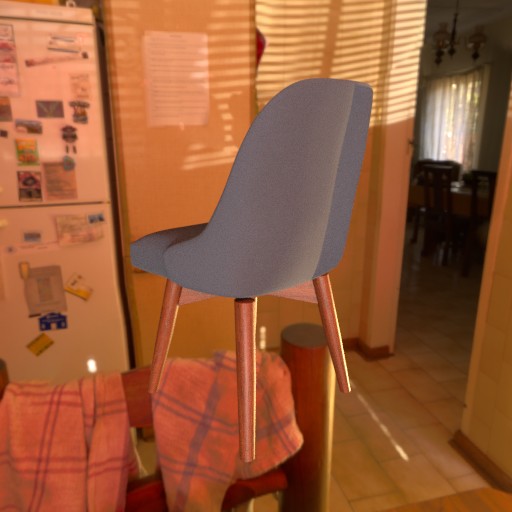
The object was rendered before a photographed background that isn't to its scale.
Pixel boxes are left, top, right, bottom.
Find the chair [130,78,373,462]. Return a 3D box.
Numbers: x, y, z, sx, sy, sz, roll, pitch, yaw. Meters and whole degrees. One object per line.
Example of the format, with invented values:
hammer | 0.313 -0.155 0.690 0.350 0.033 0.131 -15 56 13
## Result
chair | 0.000 0.000 1.250 0.589 0.882 0.503 15 21 43
